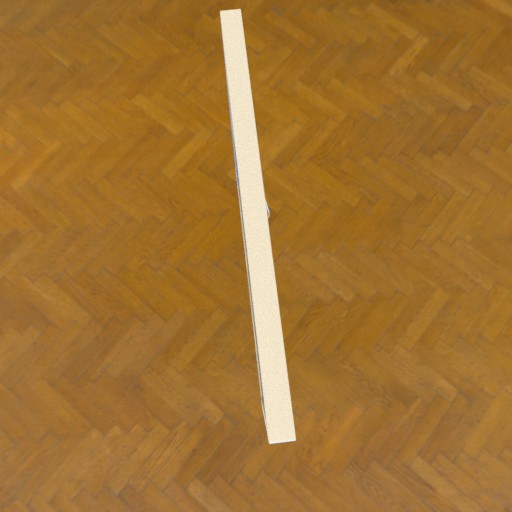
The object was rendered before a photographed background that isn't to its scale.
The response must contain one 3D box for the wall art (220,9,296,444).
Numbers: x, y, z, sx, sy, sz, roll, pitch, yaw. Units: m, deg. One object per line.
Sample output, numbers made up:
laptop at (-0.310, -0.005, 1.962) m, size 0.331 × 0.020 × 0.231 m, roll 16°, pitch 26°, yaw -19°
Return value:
wall art at (0.000, 0.000, 1.102) m, size 0.050 × 0.762 × 0.761 m, roll -6°, pitch 75°, yaw -2°
